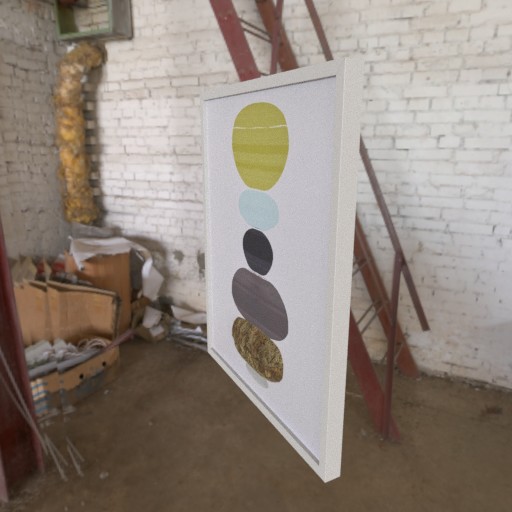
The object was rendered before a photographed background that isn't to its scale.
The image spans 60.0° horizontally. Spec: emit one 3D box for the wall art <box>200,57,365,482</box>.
[{"bbox_3d":[0.000,0.000,1.026,0.055,0.763,0.611,-8,17,-27],"label":"wall art"}]
